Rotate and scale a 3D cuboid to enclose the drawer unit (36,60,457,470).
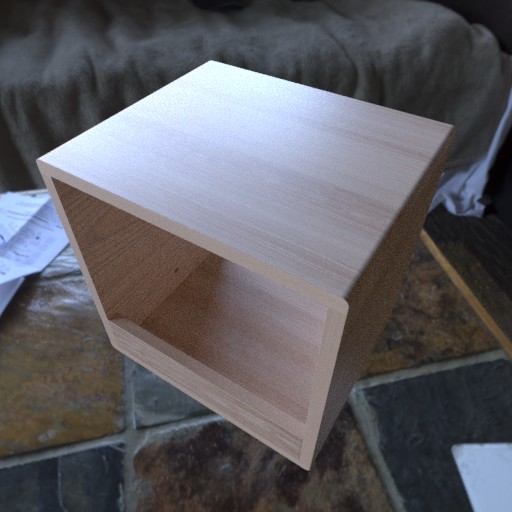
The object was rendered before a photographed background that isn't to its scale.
[{"bbox_3d":[0.000,0.000,0.589,0.344,0.344,0.290,24,50,22],"label":"drawer unit"}]
